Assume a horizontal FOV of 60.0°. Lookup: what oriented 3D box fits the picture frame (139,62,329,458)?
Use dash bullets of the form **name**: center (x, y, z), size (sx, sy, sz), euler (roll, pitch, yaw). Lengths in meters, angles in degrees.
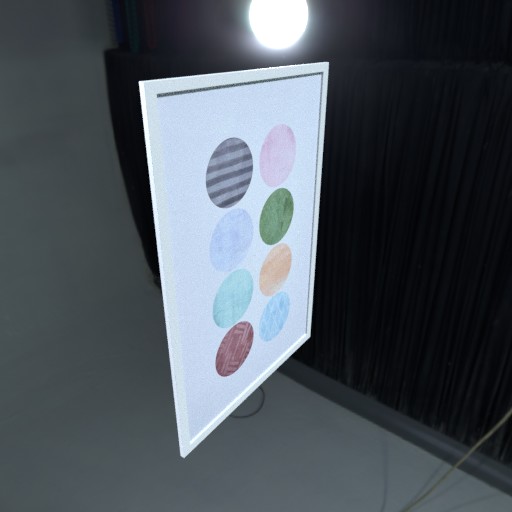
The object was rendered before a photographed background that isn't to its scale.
- **picture frame**: center (0.000, 0.000, 1.209), size (0.013, 0.940, 0.659), euler (19, 32, 32)
